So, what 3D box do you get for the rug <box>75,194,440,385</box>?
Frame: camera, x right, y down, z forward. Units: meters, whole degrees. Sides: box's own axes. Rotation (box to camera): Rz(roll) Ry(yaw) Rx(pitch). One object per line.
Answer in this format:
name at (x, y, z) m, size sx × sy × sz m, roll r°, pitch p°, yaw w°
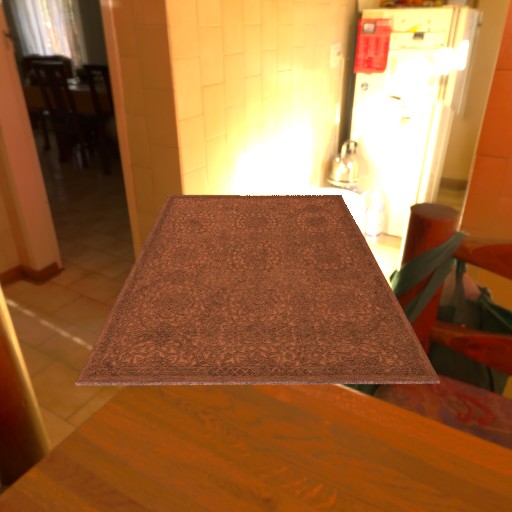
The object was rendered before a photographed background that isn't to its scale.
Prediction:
rug at (0.000, 0.000, 2.273) m, size 1.208 × 0.012 × 1.819 m, roll 0°, pitch 28°, yaw 0°
